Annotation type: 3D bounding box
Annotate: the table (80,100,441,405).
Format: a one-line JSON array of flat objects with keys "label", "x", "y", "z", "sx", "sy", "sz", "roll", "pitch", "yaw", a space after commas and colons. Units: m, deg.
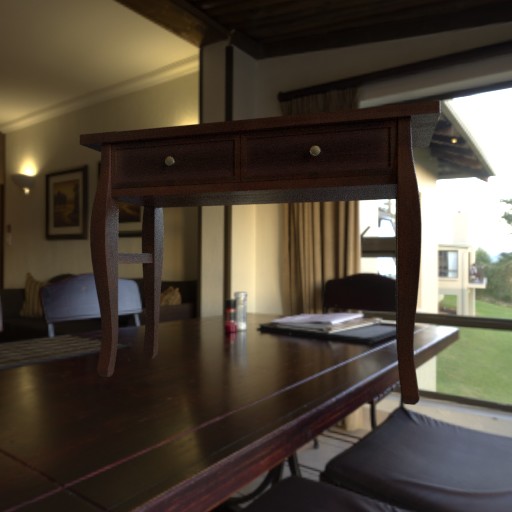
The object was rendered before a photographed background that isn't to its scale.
[{"label": "table", "x": 0.000, "y": 0.000, "z": 1.420, "sx": 1.062, "sy": 0.768, "sz": 0.373, "roll": 0, "pitch": 0, "yaw": 17}]
